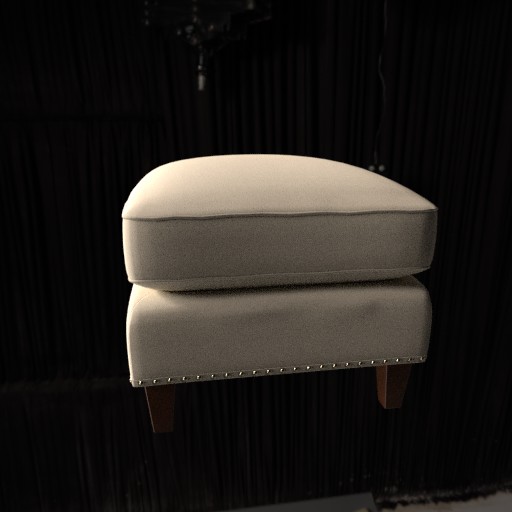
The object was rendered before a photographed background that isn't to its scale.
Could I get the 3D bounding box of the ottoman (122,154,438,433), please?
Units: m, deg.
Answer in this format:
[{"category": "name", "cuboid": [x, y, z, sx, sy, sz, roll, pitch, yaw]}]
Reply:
[{"category": "ottoman", "cuboid": [0.000, 0.000, 1.154, 0.584, 0.513, 0.741, -2, 15, -9]}]
